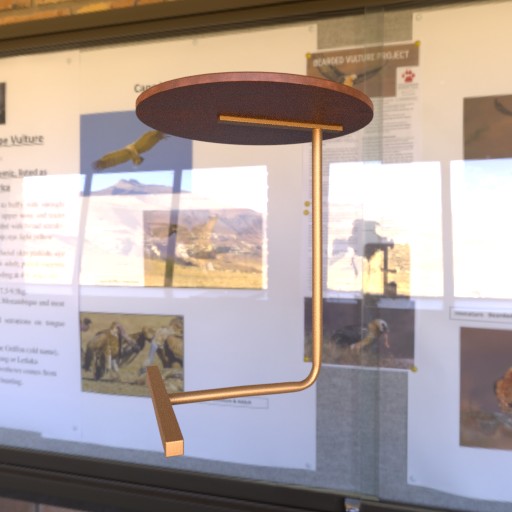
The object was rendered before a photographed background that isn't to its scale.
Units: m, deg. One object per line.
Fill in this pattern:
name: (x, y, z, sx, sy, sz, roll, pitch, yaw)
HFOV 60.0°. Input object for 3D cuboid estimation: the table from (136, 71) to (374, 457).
table: (0.000, 0.000, 1.108, 0.577, 0.706, 0.530, 0, 1, -18)
